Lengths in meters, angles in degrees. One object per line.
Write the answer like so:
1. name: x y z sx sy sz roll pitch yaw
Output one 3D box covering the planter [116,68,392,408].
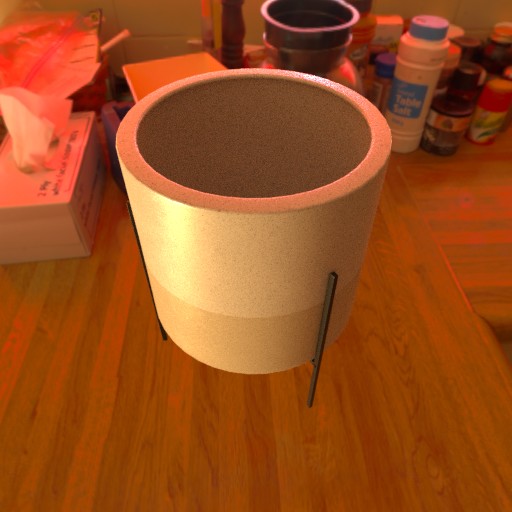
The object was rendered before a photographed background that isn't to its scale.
1. planter: 0.000 0.000 0.750 0.359 0.484 0.368 -25 51 -22
